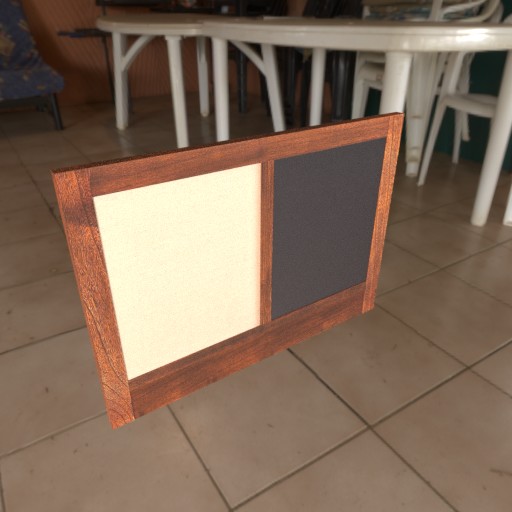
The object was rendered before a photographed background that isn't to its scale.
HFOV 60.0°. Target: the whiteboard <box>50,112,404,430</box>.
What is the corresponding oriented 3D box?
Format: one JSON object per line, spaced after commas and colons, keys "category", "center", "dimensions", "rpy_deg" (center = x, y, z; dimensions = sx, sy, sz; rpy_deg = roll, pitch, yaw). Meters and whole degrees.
{"category": "whiteboard", "center": [0.000, 0.000, 1.001], "dimensions": [0.768, 0.553, 0.083], "rpy_deg": [-18, 34, -29]}
